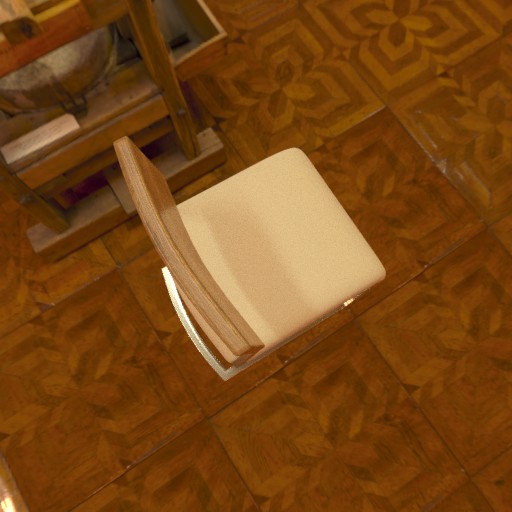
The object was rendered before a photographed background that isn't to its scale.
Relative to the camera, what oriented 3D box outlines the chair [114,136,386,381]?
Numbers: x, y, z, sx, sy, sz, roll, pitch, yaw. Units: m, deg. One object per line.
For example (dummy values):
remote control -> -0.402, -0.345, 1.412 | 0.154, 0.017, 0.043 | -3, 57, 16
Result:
chair -> 0.000, 0.000, 1.213 | 0.585, 0.844, 0.467 | -30, 77, -8
